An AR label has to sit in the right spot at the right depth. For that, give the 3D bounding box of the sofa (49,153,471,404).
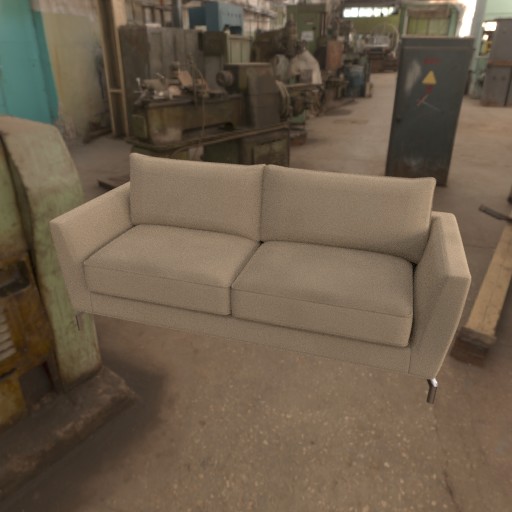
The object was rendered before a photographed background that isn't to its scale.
[{"bbox_3d":[0.000,0.000,2.660,2.214,1.005,0.868,8,27,16],"label":"sofa"}]
